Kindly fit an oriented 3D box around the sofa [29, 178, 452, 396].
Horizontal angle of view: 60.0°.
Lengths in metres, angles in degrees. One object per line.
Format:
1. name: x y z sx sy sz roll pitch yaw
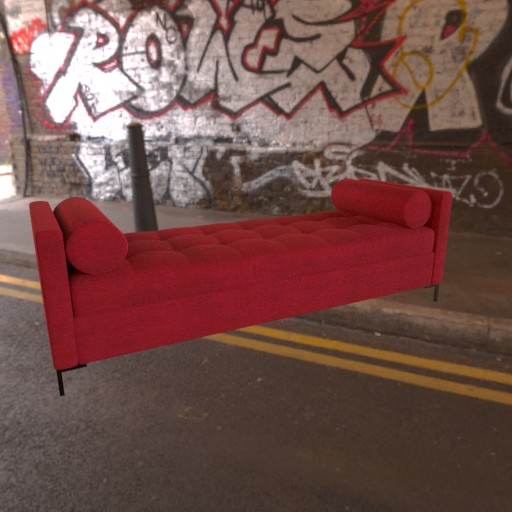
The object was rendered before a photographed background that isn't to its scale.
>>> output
1. sofa: 0.000 0.000 2.250 1.981 0.635 0.686 -8 19 -26
